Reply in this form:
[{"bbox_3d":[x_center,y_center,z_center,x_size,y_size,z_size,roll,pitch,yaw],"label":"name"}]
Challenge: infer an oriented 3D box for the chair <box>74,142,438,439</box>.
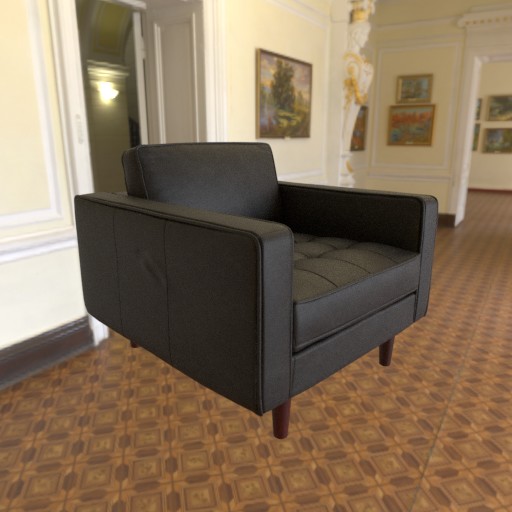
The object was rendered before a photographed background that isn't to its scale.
[{"bbox_3d":[0.000,0.000,1.538,0.889,0.763,0.914,-14,21,-43],"label":"chair"}]
